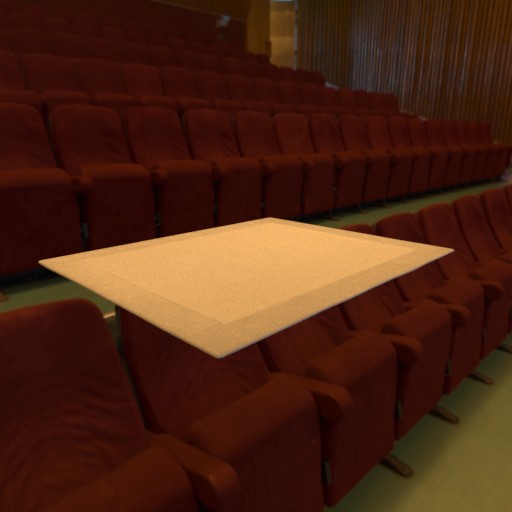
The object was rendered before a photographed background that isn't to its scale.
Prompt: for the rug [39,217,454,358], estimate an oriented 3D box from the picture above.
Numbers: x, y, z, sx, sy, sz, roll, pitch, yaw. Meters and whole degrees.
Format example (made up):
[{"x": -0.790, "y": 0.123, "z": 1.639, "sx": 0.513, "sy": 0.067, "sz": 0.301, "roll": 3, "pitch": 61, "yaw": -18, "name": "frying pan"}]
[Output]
[{"x": 0.000, "y": 0.000, "z": 4.037, "sx": 2.430, "sy": 0.018, "sz": 2.976, "roll": 15, "pitch": 21, "yaw": 43, "name": "rug"}]
